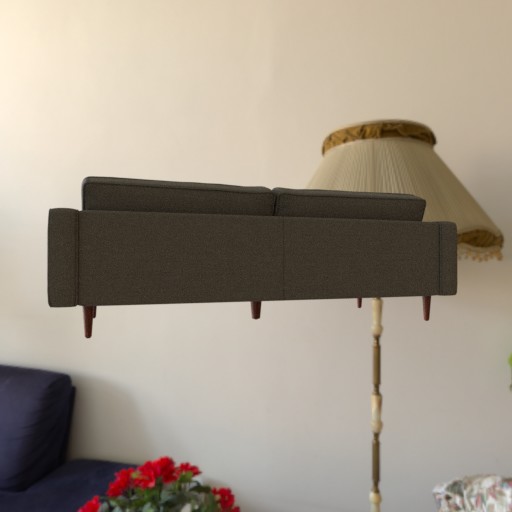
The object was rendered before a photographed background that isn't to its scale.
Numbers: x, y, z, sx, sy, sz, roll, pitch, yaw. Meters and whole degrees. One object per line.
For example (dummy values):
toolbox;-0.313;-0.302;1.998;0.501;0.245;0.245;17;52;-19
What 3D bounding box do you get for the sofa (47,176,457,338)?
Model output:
sofa;0.000;0.000;2.670;2.198;0.762;0.914;0;-1;-18
